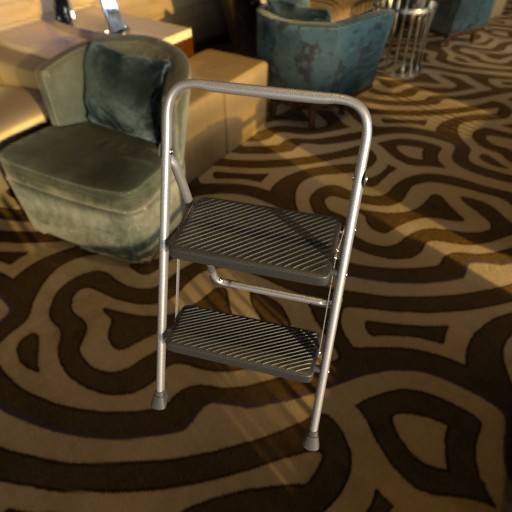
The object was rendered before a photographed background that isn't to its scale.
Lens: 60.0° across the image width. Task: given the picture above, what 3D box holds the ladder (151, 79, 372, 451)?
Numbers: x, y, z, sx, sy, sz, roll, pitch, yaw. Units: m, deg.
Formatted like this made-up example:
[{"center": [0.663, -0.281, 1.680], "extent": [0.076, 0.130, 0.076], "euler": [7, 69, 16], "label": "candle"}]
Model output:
[{"center": [0.000, 0.000, 1.004], "extent": [0.430, 0.720, 0.472], "euler": [10, 43, 11], "label": "ladder"}]
